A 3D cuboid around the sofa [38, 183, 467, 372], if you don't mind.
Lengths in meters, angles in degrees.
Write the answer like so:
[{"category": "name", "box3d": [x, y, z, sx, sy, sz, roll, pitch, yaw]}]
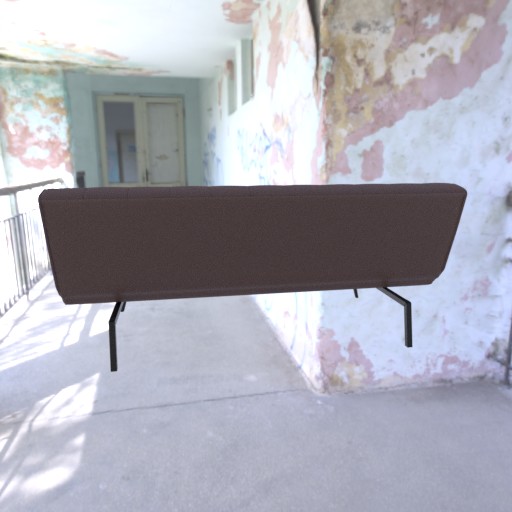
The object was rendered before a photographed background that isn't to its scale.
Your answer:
[{"category": "sofa", "box3d": [0.000, 0.000, 2.108, 1.703, 0.699, 0.747, -2, 13, -10]}]
